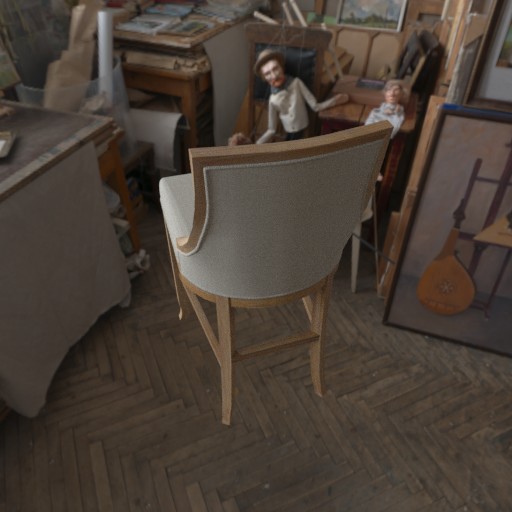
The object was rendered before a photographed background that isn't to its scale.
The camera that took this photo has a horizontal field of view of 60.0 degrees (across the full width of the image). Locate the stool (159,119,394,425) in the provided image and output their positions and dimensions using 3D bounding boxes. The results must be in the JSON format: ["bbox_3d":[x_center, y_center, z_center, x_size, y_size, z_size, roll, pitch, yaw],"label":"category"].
[{"bbox_3d":[0.000,0.000,1.453,0.524,1.101,0.626,-12,43,-13],"label":"stool"}]
